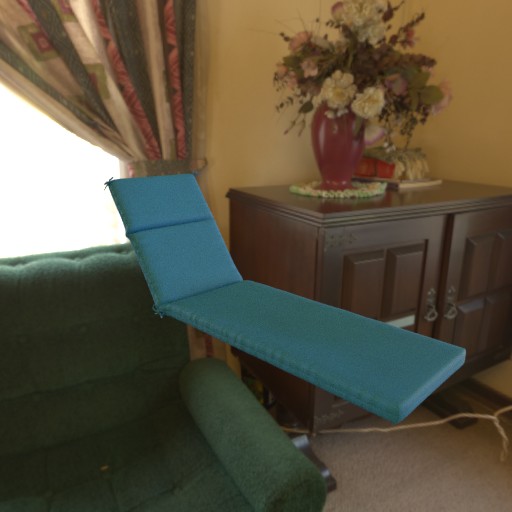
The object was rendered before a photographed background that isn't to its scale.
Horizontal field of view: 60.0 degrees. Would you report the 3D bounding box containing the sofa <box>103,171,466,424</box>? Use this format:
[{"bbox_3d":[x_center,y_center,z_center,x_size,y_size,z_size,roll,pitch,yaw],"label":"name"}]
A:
[{"bbox_3d":[0.000,0.000,1.932,1.663,0.622,0.582,15,21,43],"label":"sofa"}]
